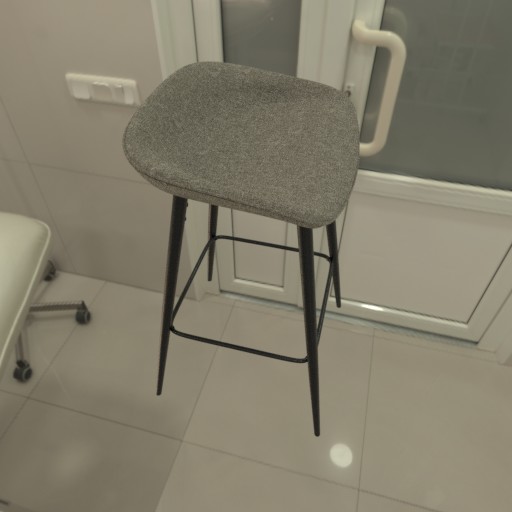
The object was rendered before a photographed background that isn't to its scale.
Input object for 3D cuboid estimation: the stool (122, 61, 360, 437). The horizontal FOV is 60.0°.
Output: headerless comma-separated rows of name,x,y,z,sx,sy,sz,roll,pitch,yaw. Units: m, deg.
stool,0.000,0.000,1.109,0.480,0.814,0.469,11,47,10
